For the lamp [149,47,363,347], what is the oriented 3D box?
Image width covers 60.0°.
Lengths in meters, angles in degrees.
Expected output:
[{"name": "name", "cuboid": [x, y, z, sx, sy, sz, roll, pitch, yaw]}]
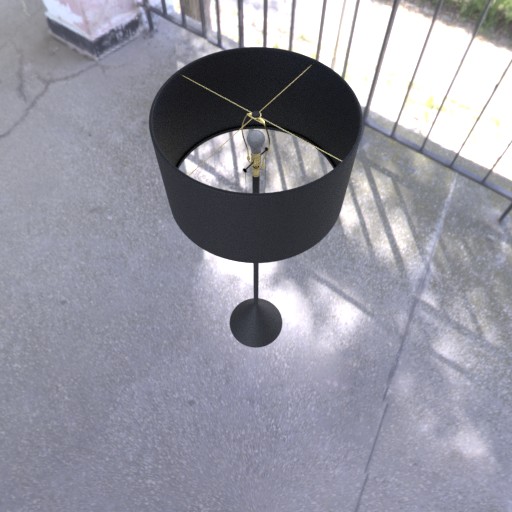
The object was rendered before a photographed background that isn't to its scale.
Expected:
[{"name": "lamp", "cuboid": [0.000, 0.000, 1.858, 0.580, 1.526, 0.580, 34, 65, 18]}]
